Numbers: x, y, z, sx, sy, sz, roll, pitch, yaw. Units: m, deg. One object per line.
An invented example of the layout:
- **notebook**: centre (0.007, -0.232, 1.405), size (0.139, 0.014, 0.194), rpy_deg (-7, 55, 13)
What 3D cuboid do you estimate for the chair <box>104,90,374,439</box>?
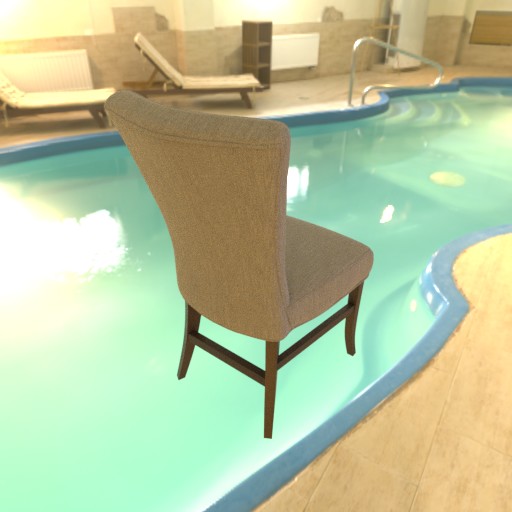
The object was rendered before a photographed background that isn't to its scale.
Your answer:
- **chair**: centre (0.000, 0.000, 1.358), size (0.520, 0.991, 0.660), rpy_deg (22, 38, 31)
